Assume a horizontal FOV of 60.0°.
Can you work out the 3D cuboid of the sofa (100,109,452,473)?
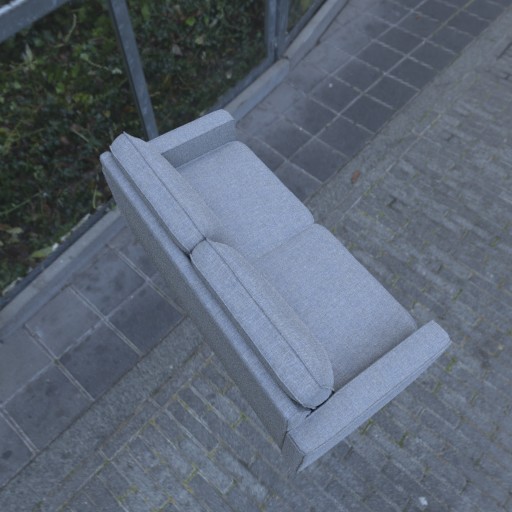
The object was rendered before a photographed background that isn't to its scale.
[{"bbox_3d":[0.000,0.000,2.571,0.945,0.918,2.078,-31,63,-18],"label":"sofa"}]
